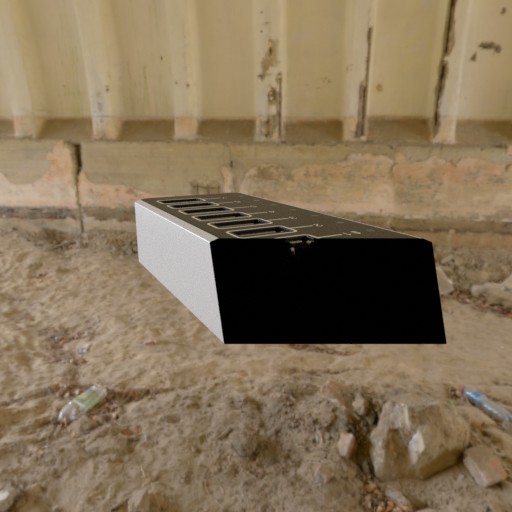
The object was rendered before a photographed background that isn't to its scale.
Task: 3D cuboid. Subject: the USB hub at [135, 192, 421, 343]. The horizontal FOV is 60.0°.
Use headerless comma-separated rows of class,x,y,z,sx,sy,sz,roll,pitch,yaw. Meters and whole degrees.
USB hub,0.000,0.000,0.129,0.044,0.023,0.110,-8,17,-27
